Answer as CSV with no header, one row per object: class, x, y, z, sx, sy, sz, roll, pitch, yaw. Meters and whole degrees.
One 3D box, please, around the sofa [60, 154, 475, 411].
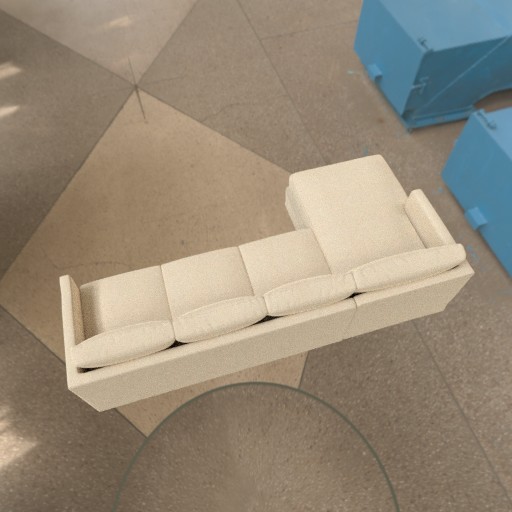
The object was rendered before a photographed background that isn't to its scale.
sofa,0.000,0.000,3.919,3.205,0.922,1.650,-14,59,-9
